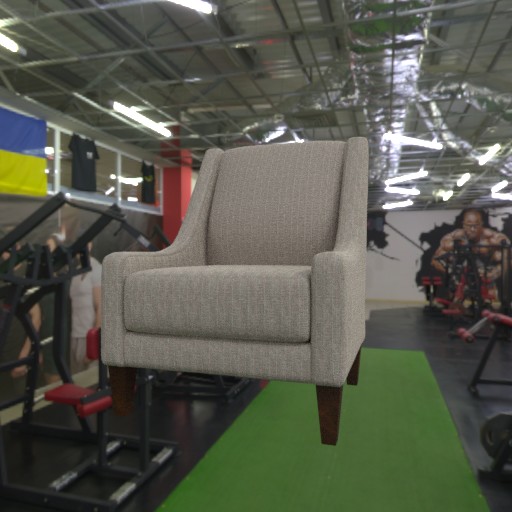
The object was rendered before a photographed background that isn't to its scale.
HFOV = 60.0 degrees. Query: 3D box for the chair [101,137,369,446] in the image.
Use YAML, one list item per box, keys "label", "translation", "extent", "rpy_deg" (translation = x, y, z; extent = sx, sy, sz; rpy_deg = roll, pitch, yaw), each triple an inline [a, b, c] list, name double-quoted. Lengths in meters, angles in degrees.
- label: "chair"
  translation: [0.000, 0.000, 1.653]
  extent: [0.774, 1.014, 0.870]
  rpy_deg: [0, 0, 18]
